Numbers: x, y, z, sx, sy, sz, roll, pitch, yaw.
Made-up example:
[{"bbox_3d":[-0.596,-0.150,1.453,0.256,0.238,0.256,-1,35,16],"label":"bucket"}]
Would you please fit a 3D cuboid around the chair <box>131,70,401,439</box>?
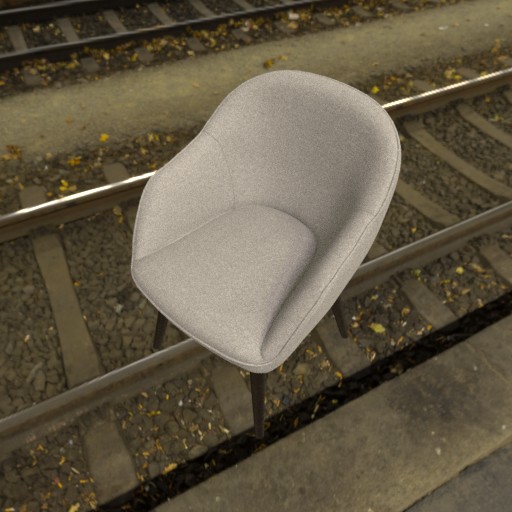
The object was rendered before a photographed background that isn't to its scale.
[{"bbox_3d":[0.000,0.000,1.248,0.589,0.810,0.611,32,54,27],"label":"chair"}]
